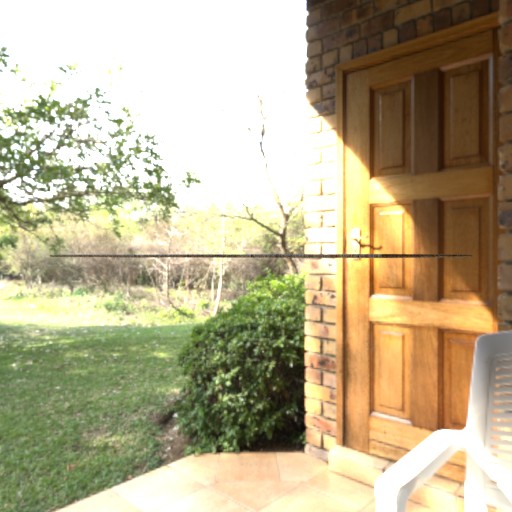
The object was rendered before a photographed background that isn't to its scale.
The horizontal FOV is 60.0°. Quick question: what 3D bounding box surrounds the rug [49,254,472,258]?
[{"bbox_3d":[0.000,0.000,2.321,1.846,0.014,1.243,0,0,37],"label":"rug"}]
